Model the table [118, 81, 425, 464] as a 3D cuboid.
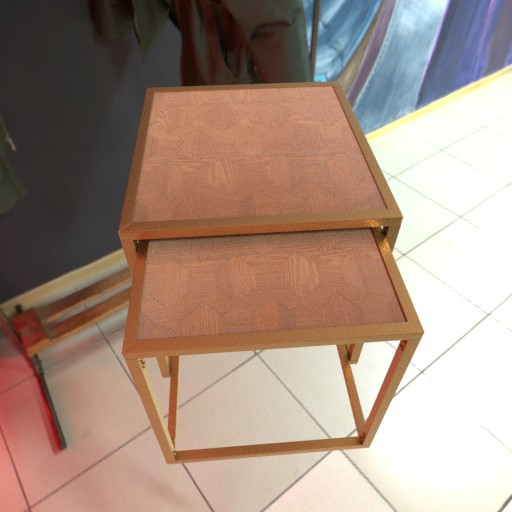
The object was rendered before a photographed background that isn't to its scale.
[{"bbox_3d":[0.000,0.000,1.072,0.505,0.505,0.762,-3,46,-3],"label":"table"}]
